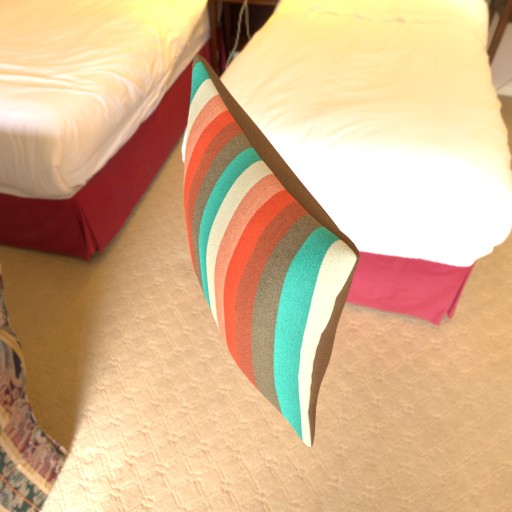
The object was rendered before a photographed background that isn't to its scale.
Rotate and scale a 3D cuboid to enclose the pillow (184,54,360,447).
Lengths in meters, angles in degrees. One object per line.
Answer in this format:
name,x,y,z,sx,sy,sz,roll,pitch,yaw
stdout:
pillow,0.000,0.000,0.677,0.168,0.443,0.453,-17,49,-15
